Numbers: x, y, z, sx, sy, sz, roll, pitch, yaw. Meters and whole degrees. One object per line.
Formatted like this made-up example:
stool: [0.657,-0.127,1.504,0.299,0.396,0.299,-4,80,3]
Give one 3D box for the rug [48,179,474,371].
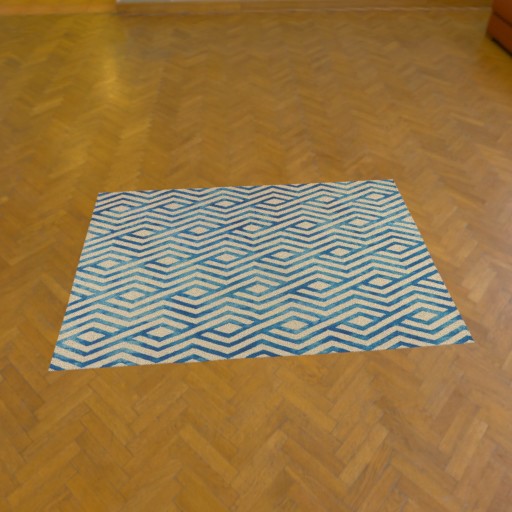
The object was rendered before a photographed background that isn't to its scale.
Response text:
rug: [0.000,0.000,2.322,1.830,0.008,1.225,-3,45,-3]
